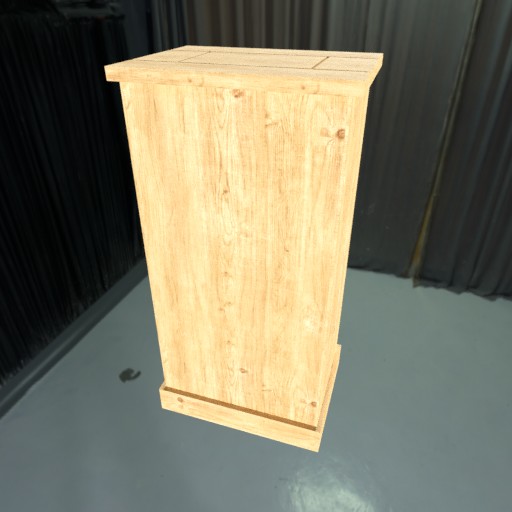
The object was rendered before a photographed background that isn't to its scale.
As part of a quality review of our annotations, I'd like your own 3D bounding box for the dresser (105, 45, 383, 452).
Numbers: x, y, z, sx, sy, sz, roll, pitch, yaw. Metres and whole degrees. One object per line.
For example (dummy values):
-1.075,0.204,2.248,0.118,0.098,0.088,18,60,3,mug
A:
0.000,0.000,1.273,0.531,1.041,0.390,10,33,15,dresser
